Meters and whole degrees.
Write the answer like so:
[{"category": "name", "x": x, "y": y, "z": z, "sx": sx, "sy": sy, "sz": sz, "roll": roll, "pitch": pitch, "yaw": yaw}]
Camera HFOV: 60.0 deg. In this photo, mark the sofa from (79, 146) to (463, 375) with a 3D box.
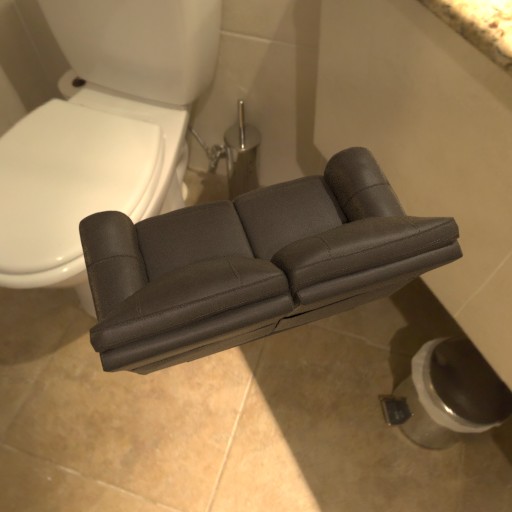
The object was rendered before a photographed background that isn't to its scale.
[{"category": "sofa", "x": 0.000, "y": 0.000, "z": 2.468, "sx": 1.765, "sy": 1.111, "sz": 1.104, "roll": -16, "pitch": 60, "yaw": -10}]
